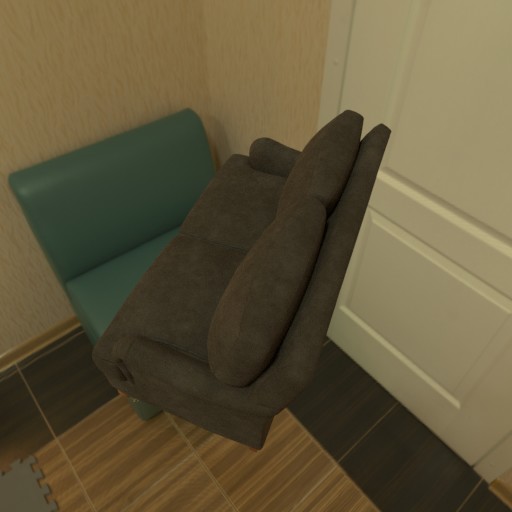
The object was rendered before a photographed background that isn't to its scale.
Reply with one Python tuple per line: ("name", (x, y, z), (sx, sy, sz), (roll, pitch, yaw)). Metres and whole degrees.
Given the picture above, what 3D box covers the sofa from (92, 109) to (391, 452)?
("sofa", (0.000, 0.000, 2.570), (1.084, 1.101, 1.853), (16, 50, 14))
